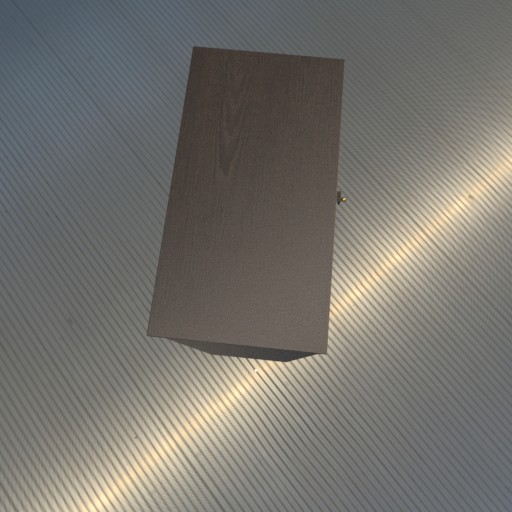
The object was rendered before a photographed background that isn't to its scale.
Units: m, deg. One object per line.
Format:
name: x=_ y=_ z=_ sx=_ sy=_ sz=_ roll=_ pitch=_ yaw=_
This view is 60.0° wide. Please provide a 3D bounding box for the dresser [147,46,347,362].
dresser: x=0.000 y=0.000 z=1.600 sx=0.418 sy=1.254 sz=0.704 roll=6 pitch=76 yaw=1
